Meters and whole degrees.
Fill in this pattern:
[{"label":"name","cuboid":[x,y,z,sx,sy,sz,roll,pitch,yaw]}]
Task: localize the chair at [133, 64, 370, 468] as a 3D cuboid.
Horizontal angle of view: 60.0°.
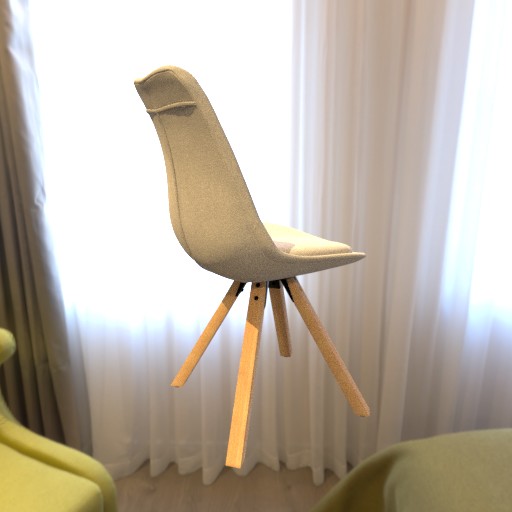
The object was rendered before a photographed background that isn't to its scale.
[{"label":"chair","cuboid":[0.000,0.000,1.159,0.549,0.863,0.474,-8,17,-27]}]
